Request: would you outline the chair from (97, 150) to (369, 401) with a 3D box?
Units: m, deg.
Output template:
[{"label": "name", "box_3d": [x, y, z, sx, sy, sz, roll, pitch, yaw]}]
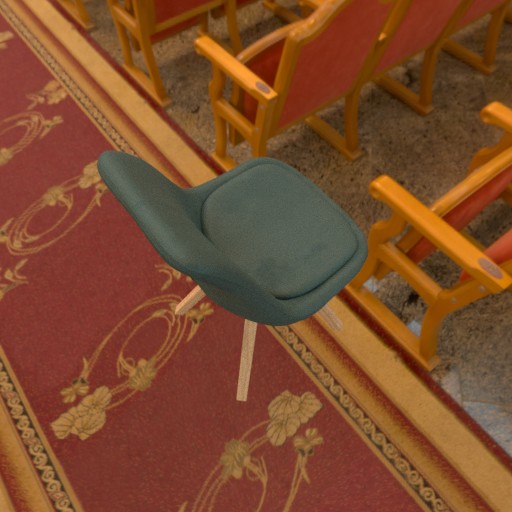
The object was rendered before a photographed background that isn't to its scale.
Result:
[{"label": "chair", "box_3d": [0.000, 0.000, 1.201, 0.547, 0.865, 0.483, -33, 65, -18]}]
